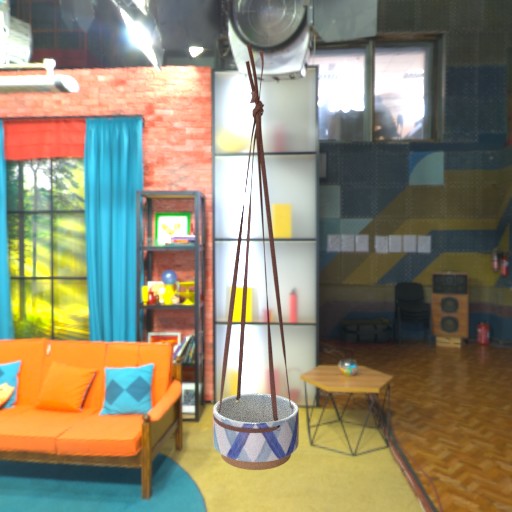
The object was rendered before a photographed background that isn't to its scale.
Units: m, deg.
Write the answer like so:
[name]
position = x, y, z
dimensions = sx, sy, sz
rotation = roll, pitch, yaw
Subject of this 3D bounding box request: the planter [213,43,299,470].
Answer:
[planter]
position = 0.000, 0.000, 0.840
dimensions = 0.166, 0.751, 0.166
rotation = -1, 1, -36
